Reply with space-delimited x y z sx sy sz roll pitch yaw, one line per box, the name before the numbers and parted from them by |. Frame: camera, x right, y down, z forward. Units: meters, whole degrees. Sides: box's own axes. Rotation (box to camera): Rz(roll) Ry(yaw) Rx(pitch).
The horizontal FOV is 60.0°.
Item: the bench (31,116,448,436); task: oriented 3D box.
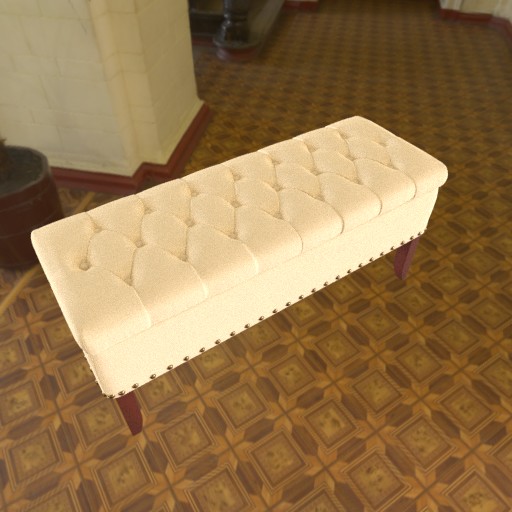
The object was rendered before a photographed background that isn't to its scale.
bench | 0.000 0.000 1.290 1.054 0.470 0.400 -25 50 -23
